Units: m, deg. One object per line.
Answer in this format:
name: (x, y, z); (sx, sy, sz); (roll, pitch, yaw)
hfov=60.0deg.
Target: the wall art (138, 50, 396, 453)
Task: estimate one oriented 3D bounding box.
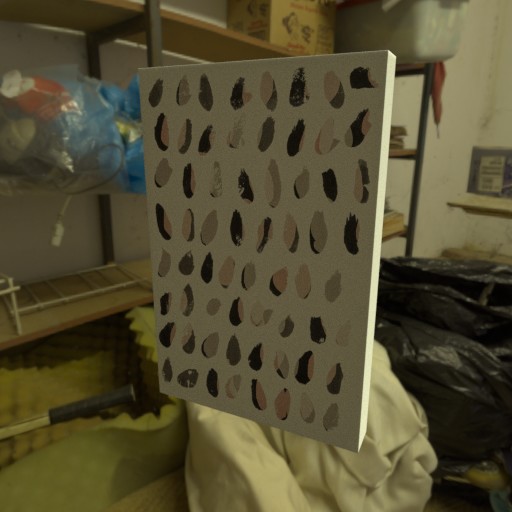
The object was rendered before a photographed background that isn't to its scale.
wall art: (0.000, 0.000, 0.474); (0.252, 0.381, 0.039); (8, 18, 25)
